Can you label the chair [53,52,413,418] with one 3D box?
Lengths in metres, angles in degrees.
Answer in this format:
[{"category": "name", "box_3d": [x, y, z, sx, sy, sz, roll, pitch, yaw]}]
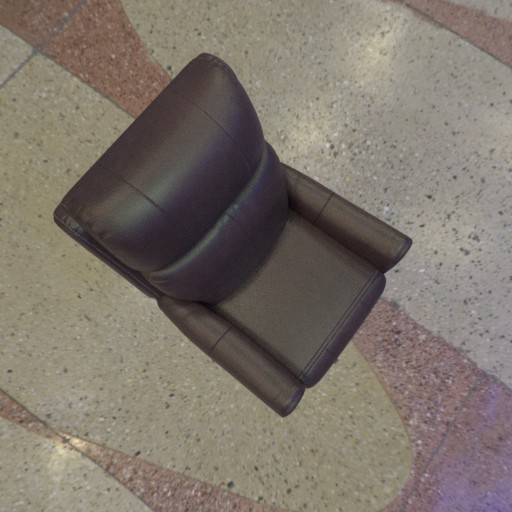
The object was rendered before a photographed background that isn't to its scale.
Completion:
[{"category": "chair", "box_3d": [0.000, 0.000, 1.755, 1.014, 1.054, 0.838, 37, 79, 8]}]
